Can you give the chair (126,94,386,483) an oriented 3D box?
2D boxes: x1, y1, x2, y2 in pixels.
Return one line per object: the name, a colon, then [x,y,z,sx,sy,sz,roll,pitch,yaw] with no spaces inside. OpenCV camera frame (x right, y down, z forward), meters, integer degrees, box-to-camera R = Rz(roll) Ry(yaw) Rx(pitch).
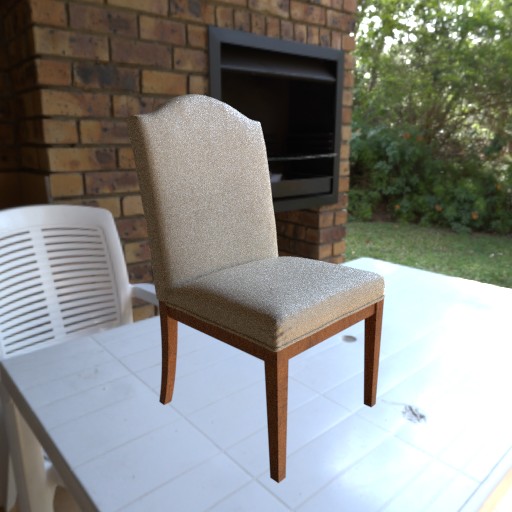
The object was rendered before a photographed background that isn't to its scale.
chair: [0.000,0.000,1.416,0.648,1.012,0.534,13,20,42]
